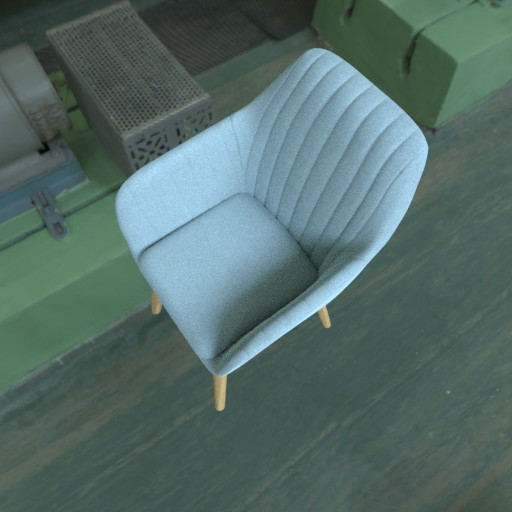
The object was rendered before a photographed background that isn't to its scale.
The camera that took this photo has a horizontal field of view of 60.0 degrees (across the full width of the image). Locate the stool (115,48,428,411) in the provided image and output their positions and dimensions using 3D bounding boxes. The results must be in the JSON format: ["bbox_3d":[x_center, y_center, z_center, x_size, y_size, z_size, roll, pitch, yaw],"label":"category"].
[{"bbox_3d":[0.000,0.000,1.165,0.590,0.830,0.503,-33,68,-15],"label":"stool"}]
